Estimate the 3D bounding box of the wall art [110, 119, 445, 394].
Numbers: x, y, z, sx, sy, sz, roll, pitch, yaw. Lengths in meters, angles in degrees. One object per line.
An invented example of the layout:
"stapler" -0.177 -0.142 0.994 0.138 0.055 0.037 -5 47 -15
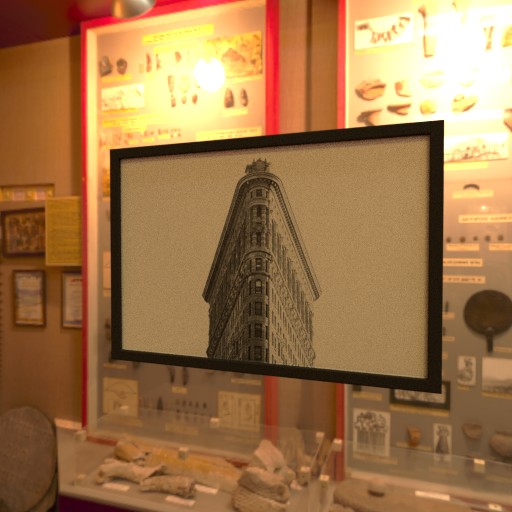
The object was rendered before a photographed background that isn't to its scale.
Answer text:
"wall art" 0.000 0.000 1.232 0.958 0.656 0.026 1 1 20
